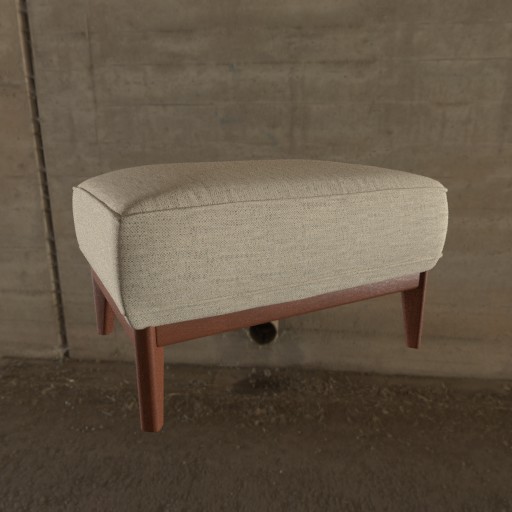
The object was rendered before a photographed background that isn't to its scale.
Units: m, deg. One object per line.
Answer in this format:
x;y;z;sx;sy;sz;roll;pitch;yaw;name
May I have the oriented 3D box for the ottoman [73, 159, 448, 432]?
0.000;0.000;1.130;0.794;0.465;0.594;-8;18;-27;ottoman
